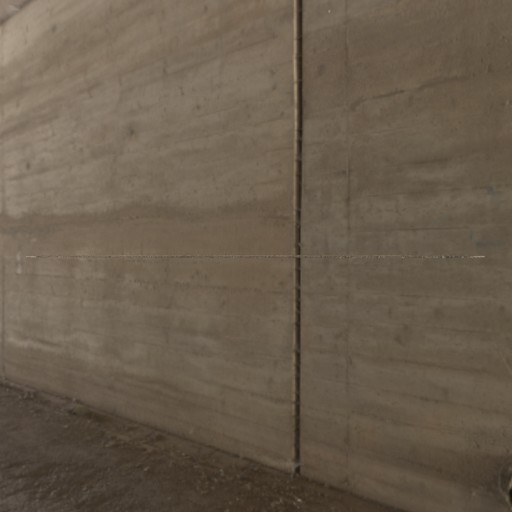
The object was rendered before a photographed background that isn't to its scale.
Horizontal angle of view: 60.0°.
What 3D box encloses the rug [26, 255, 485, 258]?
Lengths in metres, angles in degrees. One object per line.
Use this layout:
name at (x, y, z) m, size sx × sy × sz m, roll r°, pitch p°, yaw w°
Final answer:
rug at (0.000, 0.000, 3.099) m, size 2.440 × 0.010 × 1.528 m, roll 0°, pitch 0°, yaw 2°
